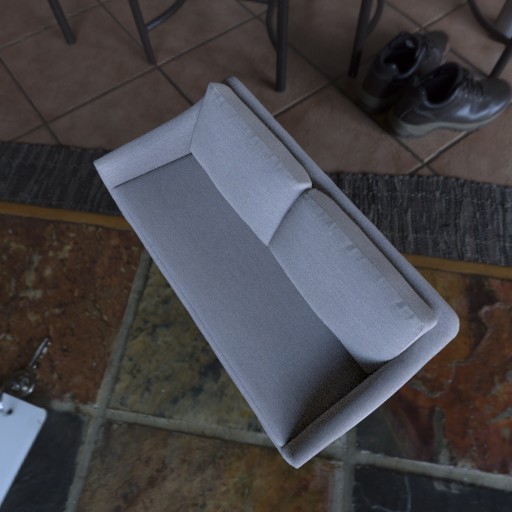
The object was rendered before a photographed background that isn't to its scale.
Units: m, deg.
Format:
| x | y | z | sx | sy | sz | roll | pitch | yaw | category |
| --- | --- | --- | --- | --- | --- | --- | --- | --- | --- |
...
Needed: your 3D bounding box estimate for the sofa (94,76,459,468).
| x | y | z | sx | sy | sz | roll | pitch | yaw | category |
| --- | --- | --- | --- | --- | --- | --- | --- | --- | --- |
| 0.000 | 0.000 | 2.540 | 0.980 | 0.913 | 2.036 | -32 | 68 | -14 | sofa |
